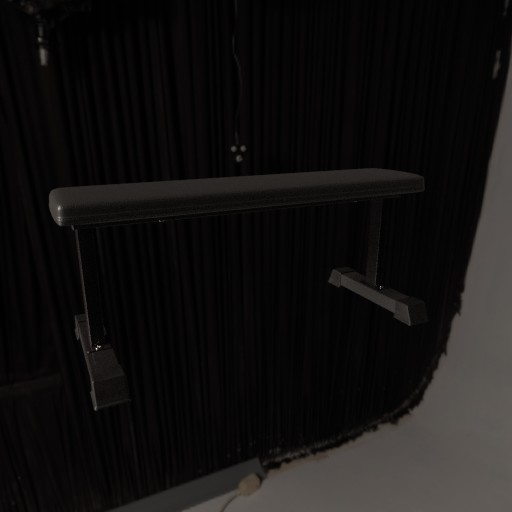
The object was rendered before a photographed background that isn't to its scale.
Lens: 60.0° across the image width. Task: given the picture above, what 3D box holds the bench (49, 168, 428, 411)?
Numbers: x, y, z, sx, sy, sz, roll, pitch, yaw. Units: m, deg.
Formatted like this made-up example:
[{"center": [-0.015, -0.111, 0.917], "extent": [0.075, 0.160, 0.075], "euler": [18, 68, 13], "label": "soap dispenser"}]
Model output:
[{"center": [0.000, 0.000, 1.315], "extent": [1.072, 0.453, 0.439], "euler": [-9, 19, -25], "label": "bench"}]
